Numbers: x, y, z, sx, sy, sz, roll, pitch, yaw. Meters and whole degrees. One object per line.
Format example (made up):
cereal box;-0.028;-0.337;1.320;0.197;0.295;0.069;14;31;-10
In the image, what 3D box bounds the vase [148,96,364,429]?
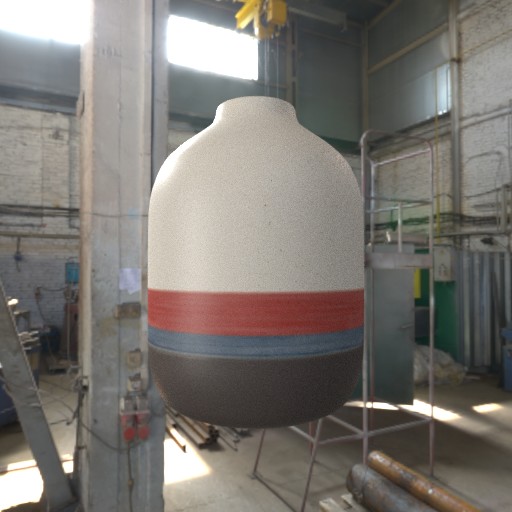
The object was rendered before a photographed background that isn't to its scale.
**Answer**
vase;0.000;0.000;0.357;0.169;0.237;0.169;0;-2;0
